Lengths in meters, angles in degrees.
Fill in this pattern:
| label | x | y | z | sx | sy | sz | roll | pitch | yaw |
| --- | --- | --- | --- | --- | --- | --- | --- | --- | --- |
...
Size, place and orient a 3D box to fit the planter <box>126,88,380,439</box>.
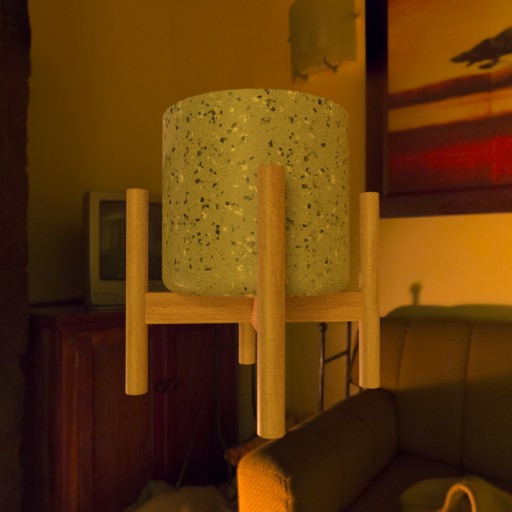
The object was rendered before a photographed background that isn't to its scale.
| label | x | y | z | sx | sy | sz | roll | pitch | yaw |
| --- | --- | --- | --- | --- | --- | --- | --- | --- | --- |
| planter | 0.000 | 0.000 | 0.536 | 0.284 | 0.320 | 0.284 | 0 | -1 | 17 |
